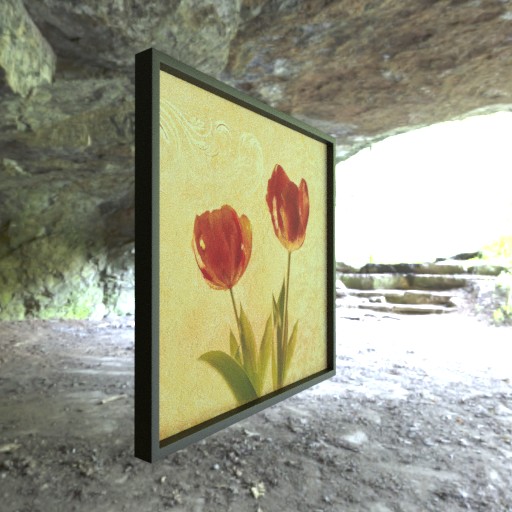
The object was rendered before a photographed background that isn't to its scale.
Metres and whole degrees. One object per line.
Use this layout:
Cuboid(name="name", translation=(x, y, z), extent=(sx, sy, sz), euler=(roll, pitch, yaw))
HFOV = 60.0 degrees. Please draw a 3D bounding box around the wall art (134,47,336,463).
Cuboid(name="wall art", translation=(0.000, 0.000, 0.523), extent=(0.038, 0.349, 0.349), euler=(0, 0, 36))
